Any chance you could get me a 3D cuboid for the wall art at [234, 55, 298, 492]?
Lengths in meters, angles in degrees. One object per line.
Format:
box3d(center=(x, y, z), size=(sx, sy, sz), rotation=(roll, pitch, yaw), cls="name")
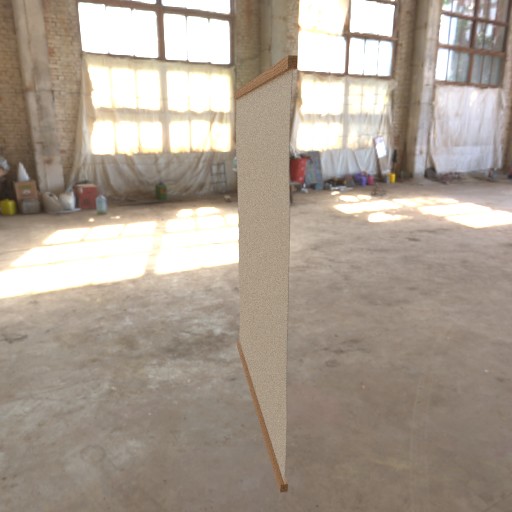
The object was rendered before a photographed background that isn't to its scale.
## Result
box3d(center=(0.000, 0.000, 0.682), size=(0.010, 0.507, 0.404), rotation=(-3, 16, -10), cls="wall art")
